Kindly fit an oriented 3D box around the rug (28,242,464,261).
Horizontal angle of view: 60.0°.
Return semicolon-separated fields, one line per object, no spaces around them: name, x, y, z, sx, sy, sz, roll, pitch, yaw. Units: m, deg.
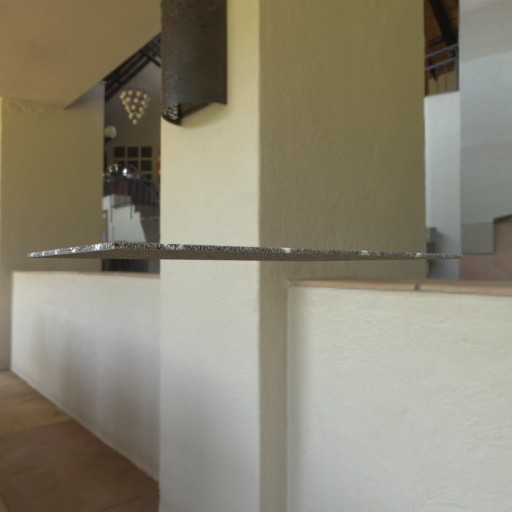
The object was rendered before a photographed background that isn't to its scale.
rug;0.000;0.000;2.901;2.438;0.030;1.524;1;-2;-37
